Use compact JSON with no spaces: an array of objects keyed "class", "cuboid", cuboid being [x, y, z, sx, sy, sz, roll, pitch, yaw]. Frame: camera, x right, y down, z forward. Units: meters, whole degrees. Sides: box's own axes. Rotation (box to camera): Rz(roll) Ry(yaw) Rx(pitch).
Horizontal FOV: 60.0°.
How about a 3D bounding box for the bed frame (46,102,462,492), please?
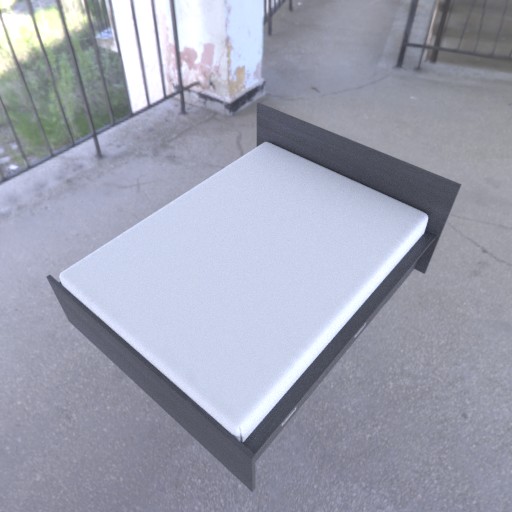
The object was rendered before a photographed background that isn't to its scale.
[{"class":"bed frame","cuboid":[0.000,0.000,2.834,1.622,0.800,1.960,31,53,27]}]
